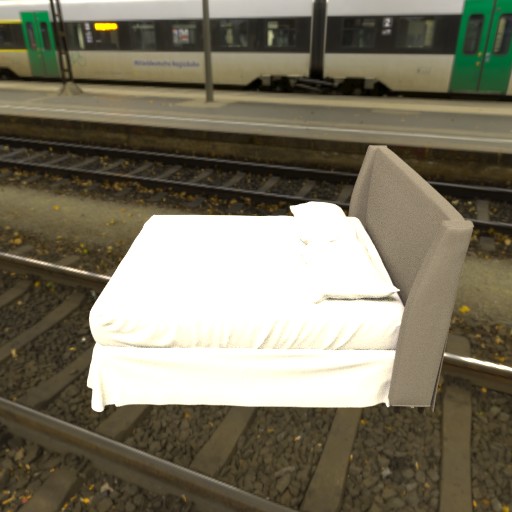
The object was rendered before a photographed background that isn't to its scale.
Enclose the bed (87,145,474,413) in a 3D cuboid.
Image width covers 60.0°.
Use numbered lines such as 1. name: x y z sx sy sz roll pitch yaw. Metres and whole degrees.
1. bed: 0.000 0.000 3.388 2.276 1.332 1.925 1 26 1
